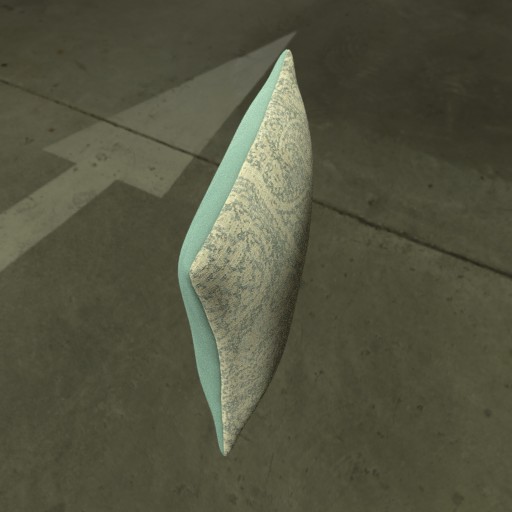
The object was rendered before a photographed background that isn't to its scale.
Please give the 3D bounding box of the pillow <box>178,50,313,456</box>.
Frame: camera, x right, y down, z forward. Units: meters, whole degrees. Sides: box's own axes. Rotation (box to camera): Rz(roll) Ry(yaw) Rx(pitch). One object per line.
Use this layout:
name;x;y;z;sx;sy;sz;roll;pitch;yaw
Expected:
pillow;0.000;0.000;0.783;0.166;0.507;0.526;10;48;9
